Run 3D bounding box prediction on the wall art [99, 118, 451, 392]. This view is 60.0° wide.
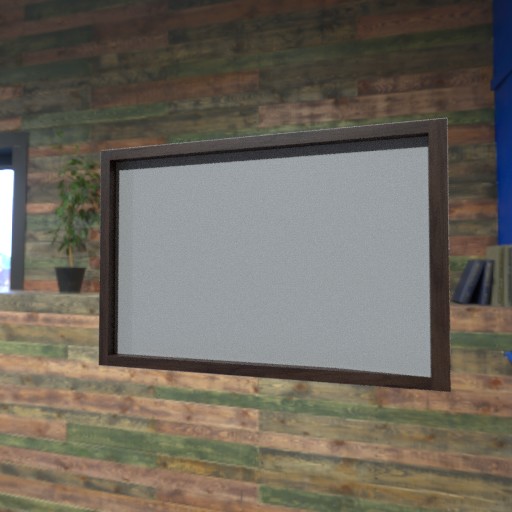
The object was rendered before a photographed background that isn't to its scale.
[{"bbox_3d":[0.000,0.000,1.143,0.914,0.610,0.050,-1,-2,17],"label":"wall art"}]
